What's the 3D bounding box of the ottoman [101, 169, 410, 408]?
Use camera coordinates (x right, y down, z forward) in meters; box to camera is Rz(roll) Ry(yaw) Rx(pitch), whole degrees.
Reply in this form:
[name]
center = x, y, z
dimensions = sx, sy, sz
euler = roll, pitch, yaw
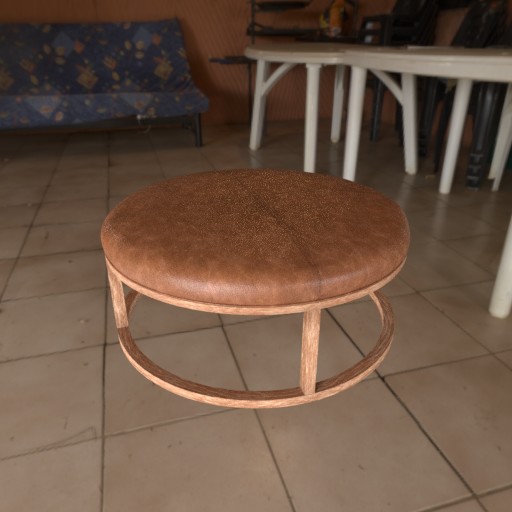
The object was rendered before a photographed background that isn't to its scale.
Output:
[ottoman]
center = 0.000, 0.000, 1.566
dimensions = 1.006, 0.445, 1.006
euler = 0, 26, 0
